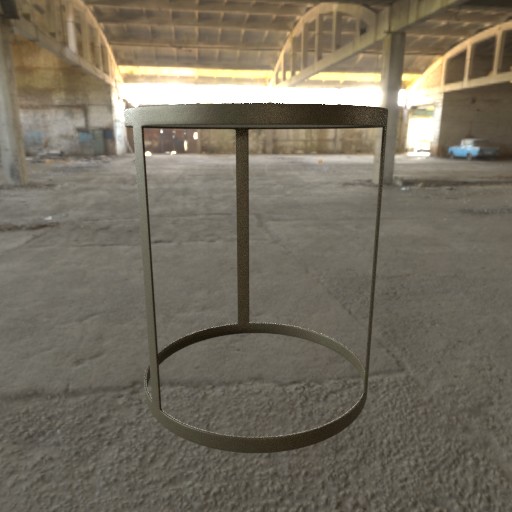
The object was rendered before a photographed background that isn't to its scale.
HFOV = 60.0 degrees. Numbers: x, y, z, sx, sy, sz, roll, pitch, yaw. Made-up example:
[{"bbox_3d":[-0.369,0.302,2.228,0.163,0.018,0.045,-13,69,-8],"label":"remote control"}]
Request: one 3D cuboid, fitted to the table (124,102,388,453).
[{"bbox_3d":[0.000,0.000,0.911,0.480,0.565,0.480,0,15,0],"label":"table"}]
